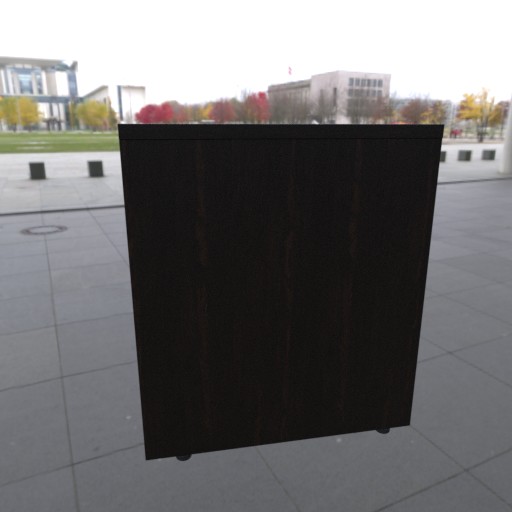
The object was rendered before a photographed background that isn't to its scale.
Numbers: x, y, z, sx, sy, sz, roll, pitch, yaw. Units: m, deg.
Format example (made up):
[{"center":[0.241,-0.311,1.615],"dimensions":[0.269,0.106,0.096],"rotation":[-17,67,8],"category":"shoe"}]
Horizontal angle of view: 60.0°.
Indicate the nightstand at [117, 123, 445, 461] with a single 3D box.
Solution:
[{"center":[0.000,0.000,0.860],"dimensions":[0.427,0.487,0.489],"rotation":[-3,16,-10],"category":"nightstand"}]
